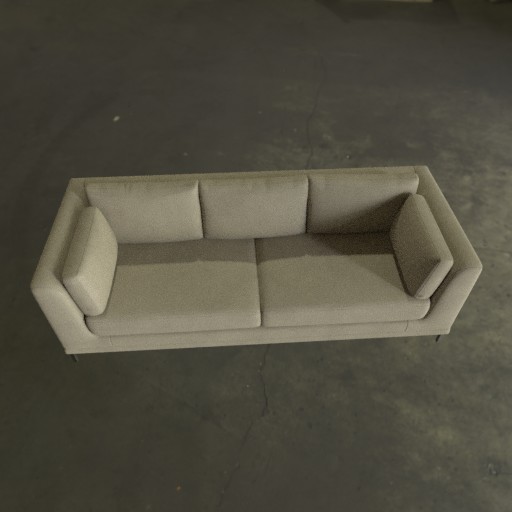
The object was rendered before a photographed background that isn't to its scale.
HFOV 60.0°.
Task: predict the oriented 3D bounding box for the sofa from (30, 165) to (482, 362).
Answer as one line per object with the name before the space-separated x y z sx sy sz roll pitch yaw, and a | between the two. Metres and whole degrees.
sofa | 0.000 0.000 2.881 2.415 0.867 0.969 -3 46 -2
